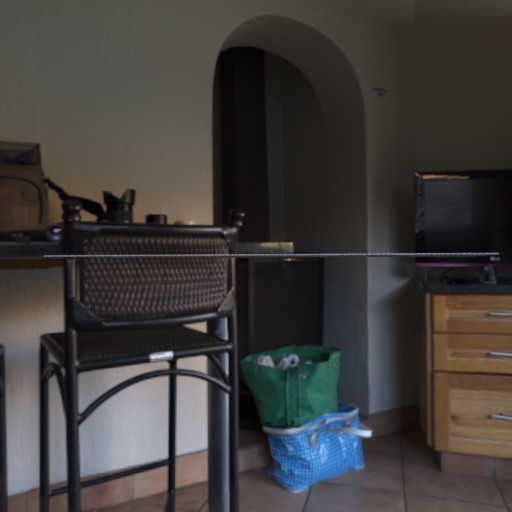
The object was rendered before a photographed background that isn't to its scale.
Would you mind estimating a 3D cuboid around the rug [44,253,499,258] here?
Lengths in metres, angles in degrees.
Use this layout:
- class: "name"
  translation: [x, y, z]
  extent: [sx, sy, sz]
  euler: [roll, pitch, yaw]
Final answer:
- class: "rug"
  translation: [0.000, 0.000, 2.630]
  extent: [2.432, 0.008, 0.766]
  euler: [0, -1, 19]
